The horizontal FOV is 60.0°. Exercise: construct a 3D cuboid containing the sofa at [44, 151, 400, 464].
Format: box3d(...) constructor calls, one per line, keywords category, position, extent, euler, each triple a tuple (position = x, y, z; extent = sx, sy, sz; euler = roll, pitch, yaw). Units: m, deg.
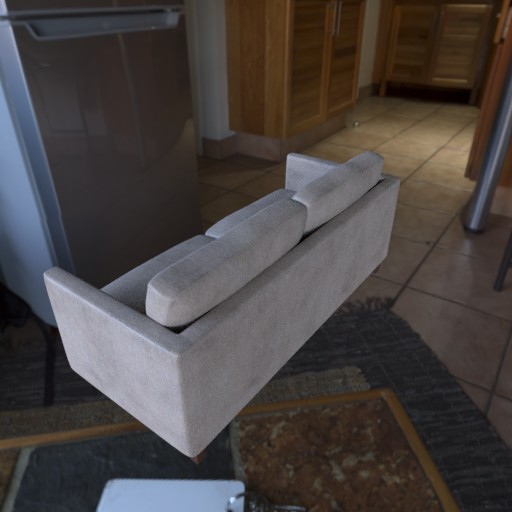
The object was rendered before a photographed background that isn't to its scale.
box3d(category="sofa", position=(0.000, 0.000, 2.747), extent=(0.951, 0.965, 2.208), euler=(22, 38, 31))
